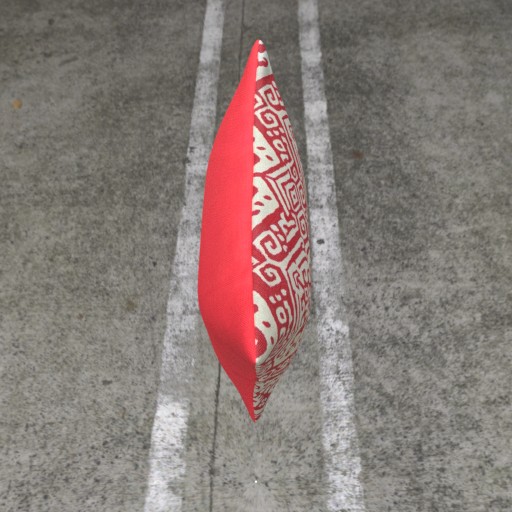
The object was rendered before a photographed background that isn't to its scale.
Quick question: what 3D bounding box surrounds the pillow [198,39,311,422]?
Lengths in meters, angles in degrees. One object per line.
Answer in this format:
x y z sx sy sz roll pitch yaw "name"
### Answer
0.000 0.000 0.816 0.192 0.507 0.522 0 63 0 "pillow"
